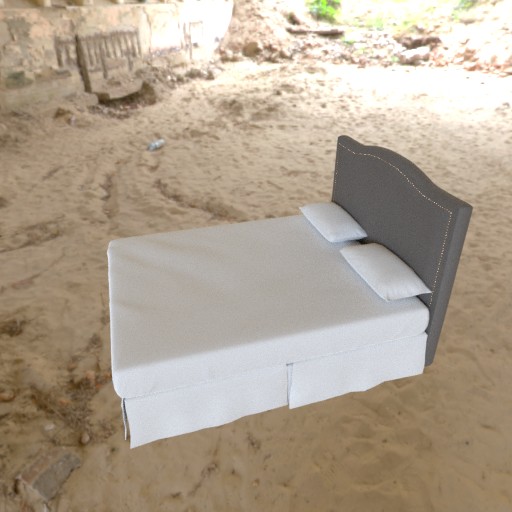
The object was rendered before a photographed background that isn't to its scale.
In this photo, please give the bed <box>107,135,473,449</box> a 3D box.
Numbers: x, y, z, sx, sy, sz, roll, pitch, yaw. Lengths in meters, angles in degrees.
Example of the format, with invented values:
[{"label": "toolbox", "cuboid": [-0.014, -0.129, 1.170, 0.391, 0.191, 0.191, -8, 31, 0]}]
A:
[{"label": "bed", "cuboid": [0.000, 0.000, 3.440, 2.282, 1.436, 1.821, -9, 31, -14]}]
